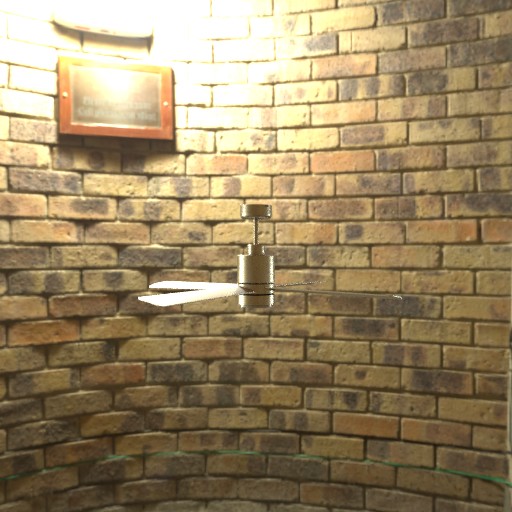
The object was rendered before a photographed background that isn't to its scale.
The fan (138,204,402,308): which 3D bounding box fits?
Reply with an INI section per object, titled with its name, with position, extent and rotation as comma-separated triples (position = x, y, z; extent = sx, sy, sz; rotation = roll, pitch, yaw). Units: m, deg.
[fan]
position = 0.000, 0.000, 2.389
extent = 1.525, 0.539, 1.525
rotation = 0, 0, 35
